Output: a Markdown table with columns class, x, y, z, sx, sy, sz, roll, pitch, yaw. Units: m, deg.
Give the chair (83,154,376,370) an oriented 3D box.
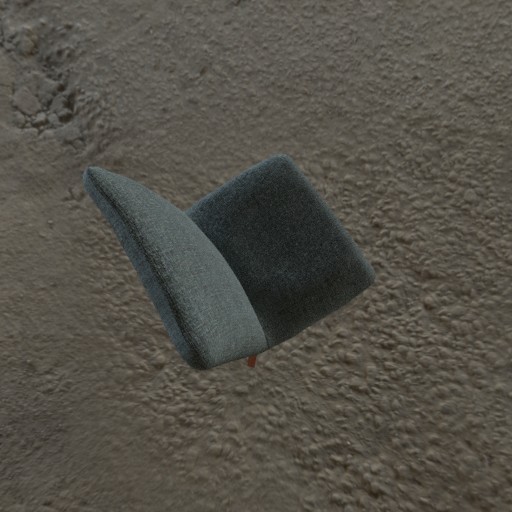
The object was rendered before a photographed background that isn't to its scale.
| class | x | y | z | sx | sy | sz | roll | pitch | yaw |
| --- | --- | --- | --- | --- | --- | --- | --- | --- | --- |
| chair | 0.000 | 0.000 | 1.311 | 0.563 | 0.974 | 0.522 | -32 | 77 | -8 |
